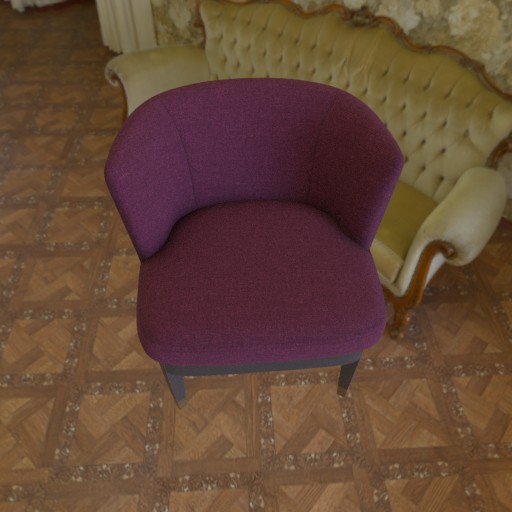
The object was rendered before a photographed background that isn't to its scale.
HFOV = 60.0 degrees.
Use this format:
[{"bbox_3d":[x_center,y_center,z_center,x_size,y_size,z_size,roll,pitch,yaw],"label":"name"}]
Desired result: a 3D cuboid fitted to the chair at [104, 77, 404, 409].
[{"bbox_3d":[0.000,0.000,1.274,0.700,0.760,0.660,-3,46,-3],"label":"chair"}]
